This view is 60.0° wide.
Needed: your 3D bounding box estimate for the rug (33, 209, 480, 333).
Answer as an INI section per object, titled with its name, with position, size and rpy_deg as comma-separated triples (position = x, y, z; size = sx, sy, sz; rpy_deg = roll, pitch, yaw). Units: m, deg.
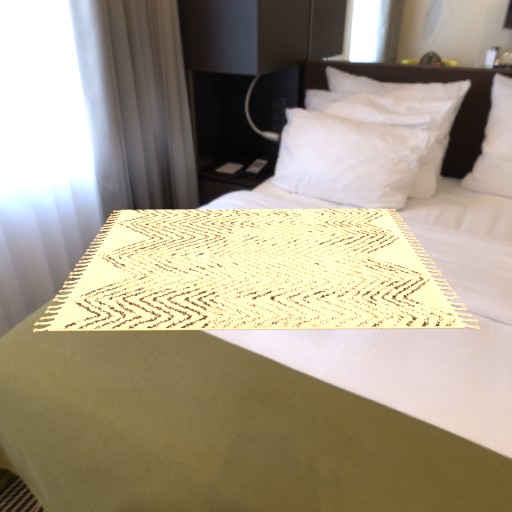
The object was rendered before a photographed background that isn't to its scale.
[rug]
position = 0.000, 0.000, 2.330
size = 1.847, 0.014, 1.230
rpy_deg = 0, 29, -1
